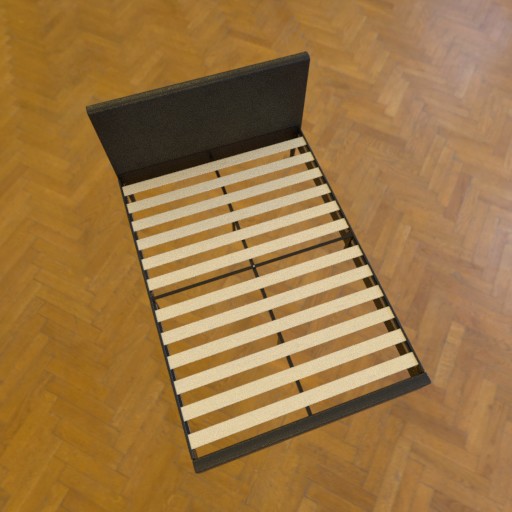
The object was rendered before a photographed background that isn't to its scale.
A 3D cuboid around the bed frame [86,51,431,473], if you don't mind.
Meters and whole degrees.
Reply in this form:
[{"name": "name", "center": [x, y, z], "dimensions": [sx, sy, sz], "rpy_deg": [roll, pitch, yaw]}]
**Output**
[{"name": "bed frame", "center": [0.000, 0.000, 2.848], "dimensions": [1.469, 1.046, 2.152], "rpy_deg": [-18, 65, -8]}]
